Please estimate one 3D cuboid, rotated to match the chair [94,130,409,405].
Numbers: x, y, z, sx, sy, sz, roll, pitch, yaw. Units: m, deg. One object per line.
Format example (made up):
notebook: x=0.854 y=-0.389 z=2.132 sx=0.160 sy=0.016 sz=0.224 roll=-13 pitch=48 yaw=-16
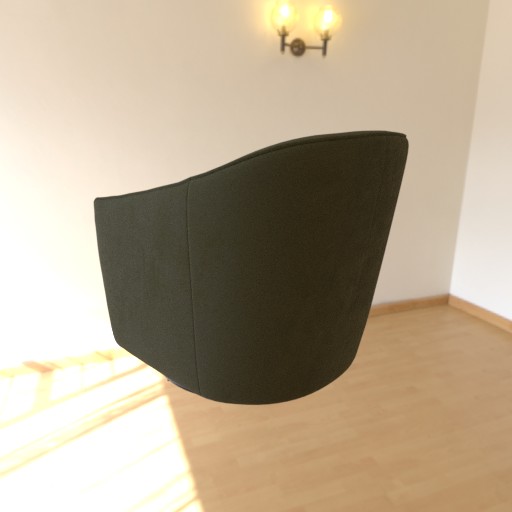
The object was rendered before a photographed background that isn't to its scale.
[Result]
chair: x=0.000 y=0.000 z=1.457 sx=0.875 sy=0.799 sz=0.747 roll=15 pitch=22 yaw=42
